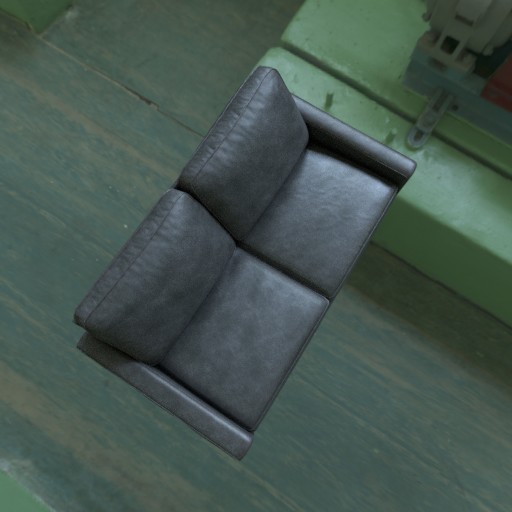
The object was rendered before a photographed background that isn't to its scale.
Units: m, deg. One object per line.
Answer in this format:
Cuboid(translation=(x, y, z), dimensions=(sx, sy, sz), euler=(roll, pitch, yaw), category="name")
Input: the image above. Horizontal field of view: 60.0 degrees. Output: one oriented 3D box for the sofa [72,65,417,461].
Cuboid(translation=(0.000, 0.000, 2.302), dimensions=(0.939, 0.916, 1.732), euler=(32, 78, 8), category="sofa")
